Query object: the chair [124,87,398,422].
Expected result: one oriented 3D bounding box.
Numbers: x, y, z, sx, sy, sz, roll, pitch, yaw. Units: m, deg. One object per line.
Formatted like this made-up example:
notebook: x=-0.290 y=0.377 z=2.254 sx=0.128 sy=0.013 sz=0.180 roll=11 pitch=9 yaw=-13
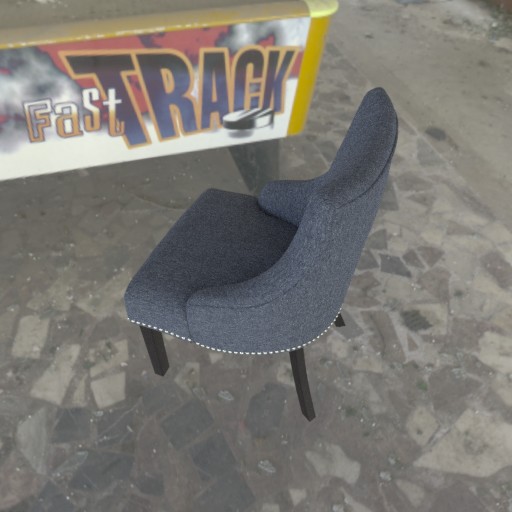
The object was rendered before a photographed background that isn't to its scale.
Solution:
chair: x=0.000 y=0.000 z=1.317 sx=0.629 sy=0.909 sz=0.566 roll=16 pitch=47 yaw=16
